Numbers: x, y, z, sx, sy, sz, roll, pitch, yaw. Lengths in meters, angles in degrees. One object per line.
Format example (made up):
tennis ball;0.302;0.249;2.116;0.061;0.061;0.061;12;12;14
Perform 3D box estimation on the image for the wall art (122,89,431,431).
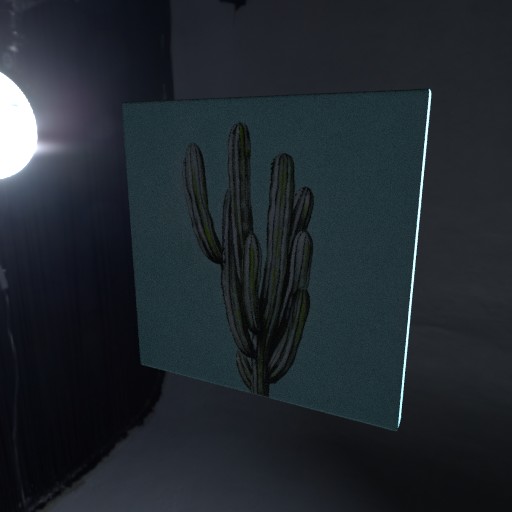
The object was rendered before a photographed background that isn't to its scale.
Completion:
wall art;0.000;0.000;1.586;1.071;1.073;0.070;7;16;24
